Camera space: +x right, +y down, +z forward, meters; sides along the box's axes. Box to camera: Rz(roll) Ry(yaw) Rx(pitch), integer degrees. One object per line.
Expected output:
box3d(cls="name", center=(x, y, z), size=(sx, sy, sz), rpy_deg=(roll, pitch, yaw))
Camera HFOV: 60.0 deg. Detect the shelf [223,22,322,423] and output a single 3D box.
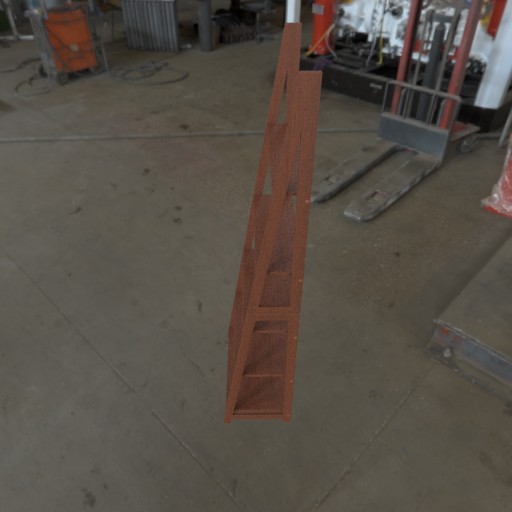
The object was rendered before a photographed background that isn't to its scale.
box3d(cls="shelf", center=(0.000, 0.000, 1.989), size=(0.350, 1.770, 0.600), rpy_deg=(-1, 39, -1))
